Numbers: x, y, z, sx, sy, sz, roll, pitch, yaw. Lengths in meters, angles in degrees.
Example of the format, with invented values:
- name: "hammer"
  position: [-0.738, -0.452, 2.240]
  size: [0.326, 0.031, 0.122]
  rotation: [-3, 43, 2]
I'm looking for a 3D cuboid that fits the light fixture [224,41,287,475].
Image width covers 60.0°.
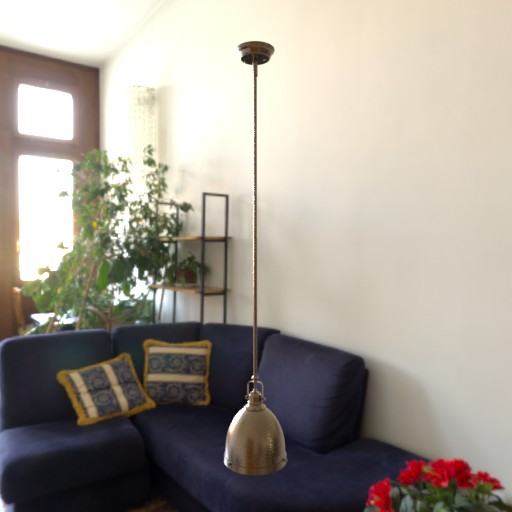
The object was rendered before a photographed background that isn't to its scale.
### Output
- name: "light fixture"
  position: [0.000, 0.000, 1.480]
  size: [0.217, 1.367, 0.211]
  rotation: [0, 1, 18]
